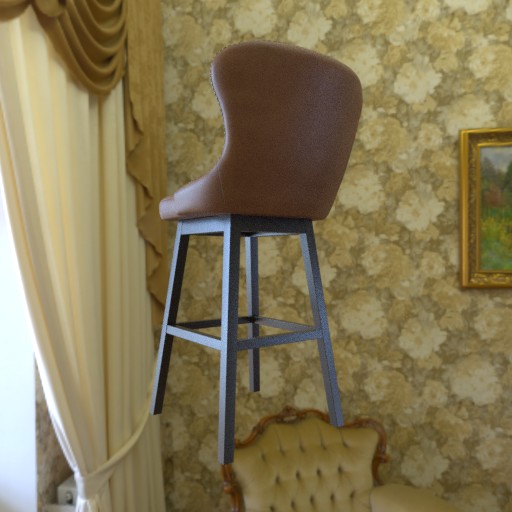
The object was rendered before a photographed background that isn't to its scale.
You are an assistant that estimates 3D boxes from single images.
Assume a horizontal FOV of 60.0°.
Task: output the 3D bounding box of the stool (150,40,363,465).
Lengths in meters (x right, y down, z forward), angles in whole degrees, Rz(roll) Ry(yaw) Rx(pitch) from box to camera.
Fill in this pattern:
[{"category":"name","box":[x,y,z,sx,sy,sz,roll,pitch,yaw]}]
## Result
[{"category":"stool","box":[0.000,0.000,1.372,0.528,1.050,0.601,0,0,-37]}]
